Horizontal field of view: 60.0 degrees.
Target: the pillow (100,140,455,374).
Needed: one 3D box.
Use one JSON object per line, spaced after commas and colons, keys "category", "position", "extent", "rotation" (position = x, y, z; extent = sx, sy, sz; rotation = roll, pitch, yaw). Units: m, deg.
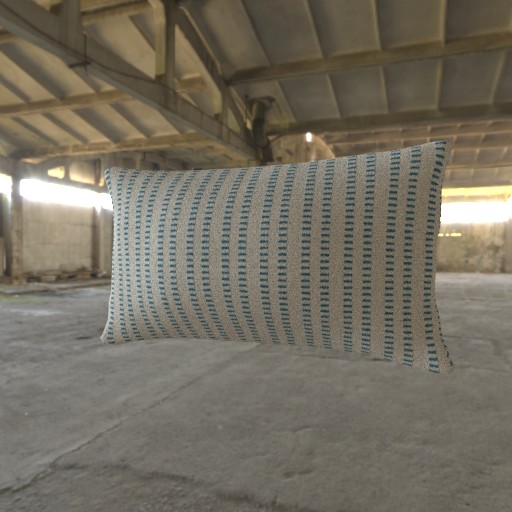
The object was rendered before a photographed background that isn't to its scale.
{"category": "pillow", "position": [0.000, 0.000, 0.781], "extent": [0.640, 0.353, 0.210], "rotation": [0, 0, 20]}
